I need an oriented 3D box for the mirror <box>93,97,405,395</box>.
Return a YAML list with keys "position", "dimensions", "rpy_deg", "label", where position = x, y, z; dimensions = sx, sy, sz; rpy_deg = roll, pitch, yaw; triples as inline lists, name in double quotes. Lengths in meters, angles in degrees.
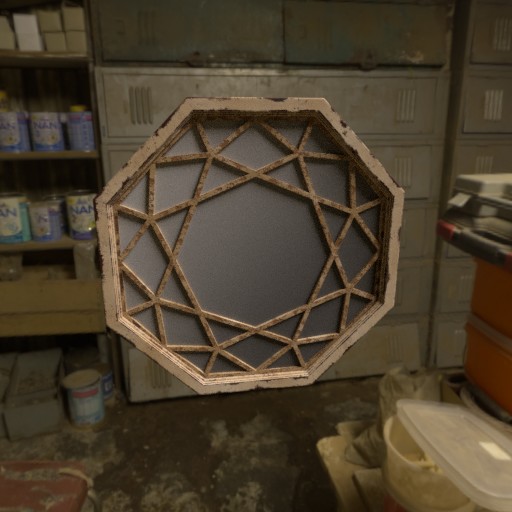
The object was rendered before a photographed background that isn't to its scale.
- position: [0.000, 0.000, 0.962]
  dimensions: [0.648, 0.648, 0.031]
  rpy_deg: [-3, 17, -9]
  label: "mirror"
